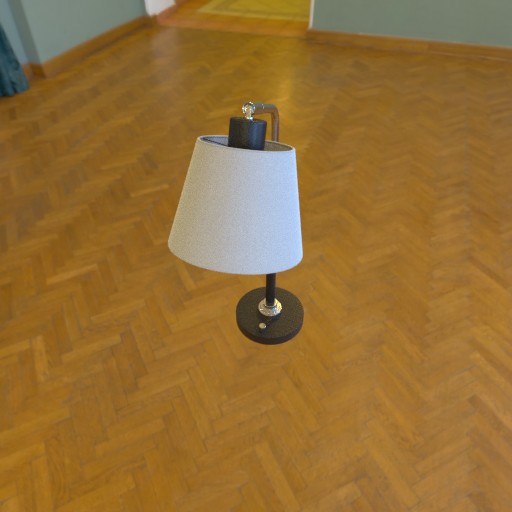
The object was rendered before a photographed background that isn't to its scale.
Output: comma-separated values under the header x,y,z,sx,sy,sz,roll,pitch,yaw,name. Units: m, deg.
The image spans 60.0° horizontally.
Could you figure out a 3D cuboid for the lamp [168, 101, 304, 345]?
x,y,z,sx,sy,sz,roll,pitch,yaw,name
0.000,0.000,0.726,0.181,0.539,0.348,12,43,13,lamp
